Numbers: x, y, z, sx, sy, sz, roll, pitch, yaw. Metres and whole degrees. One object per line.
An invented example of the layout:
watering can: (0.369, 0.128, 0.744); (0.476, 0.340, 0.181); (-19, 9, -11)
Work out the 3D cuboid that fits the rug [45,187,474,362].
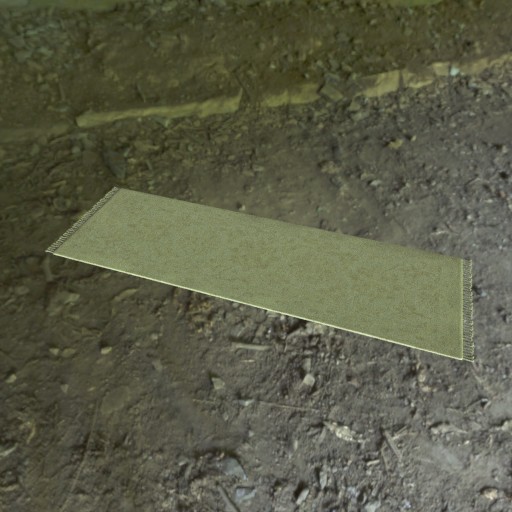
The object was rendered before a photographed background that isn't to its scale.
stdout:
rug: (0.000, 0.000, 2.774); (2.544, 0.015, 0.795); (13, 43, 14)
